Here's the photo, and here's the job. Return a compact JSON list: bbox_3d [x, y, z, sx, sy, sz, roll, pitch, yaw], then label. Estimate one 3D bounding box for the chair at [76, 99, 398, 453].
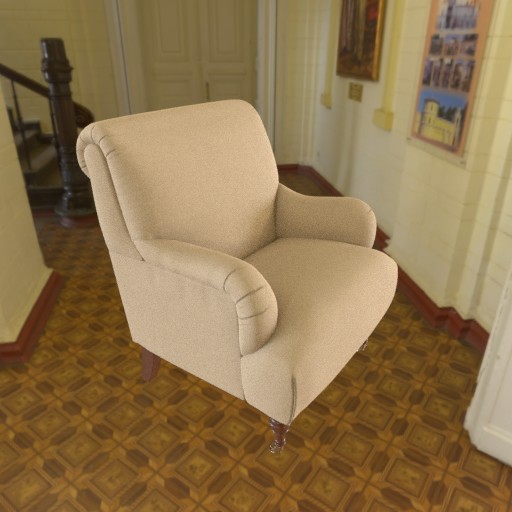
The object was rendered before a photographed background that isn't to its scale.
[{"bbox_3d":[0.000,0.000,1.543,0.842,0.942,0.766,18,31,32],"label":"chair"}]
